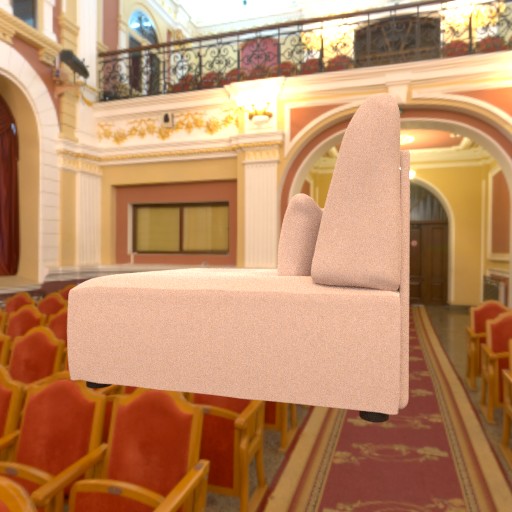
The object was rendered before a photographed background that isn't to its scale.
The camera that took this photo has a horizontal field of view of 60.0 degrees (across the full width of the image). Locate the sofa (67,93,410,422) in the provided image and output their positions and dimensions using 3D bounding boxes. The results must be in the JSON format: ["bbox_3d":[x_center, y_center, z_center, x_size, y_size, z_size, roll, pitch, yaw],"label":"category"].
[{"bbox_3d":[0.000,0.000,1.542,1.000,0.820,0.700,0,0,18],"label":"sofa"}]
